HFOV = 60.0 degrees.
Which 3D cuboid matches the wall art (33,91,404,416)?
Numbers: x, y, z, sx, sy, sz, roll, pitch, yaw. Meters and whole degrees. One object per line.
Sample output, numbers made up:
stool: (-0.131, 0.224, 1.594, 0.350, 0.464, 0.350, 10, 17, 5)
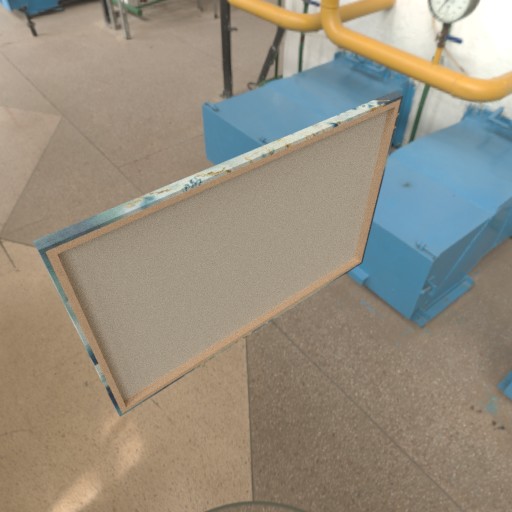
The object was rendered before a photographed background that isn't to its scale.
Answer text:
wall art: (0.000, 0.000, 1.422, 1.138, 0.759, 0.035, -29, 52, -25)
